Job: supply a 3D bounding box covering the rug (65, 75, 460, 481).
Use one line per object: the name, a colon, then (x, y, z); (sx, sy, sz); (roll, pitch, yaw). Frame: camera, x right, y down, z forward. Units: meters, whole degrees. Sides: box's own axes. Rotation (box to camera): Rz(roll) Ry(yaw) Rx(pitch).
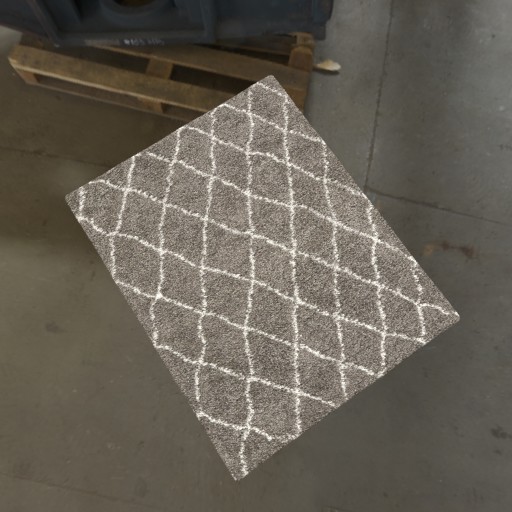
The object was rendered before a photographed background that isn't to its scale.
rug: (0.000, 0.000, 4.153); (2.438, 0.029, 3.047); (-33, 79, -8)
